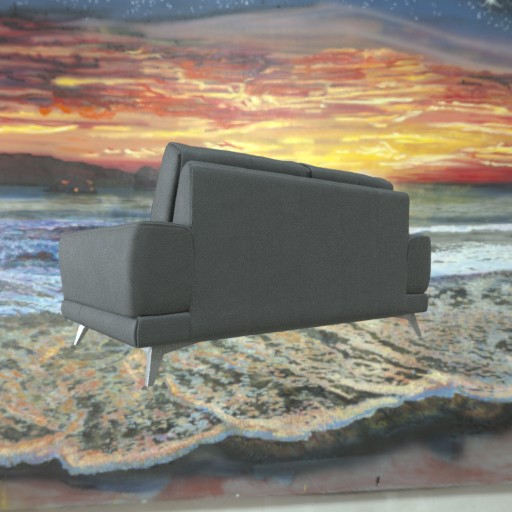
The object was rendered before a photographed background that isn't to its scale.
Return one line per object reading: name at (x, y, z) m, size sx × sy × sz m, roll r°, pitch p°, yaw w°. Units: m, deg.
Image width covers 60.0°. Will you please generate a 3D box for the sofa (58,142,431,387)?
sofa at (0.000, 0.000, 2.387) m, size 1.806 × 0.907 × 1.018 m, roll 0°, pitch 0°, yaw -37°
